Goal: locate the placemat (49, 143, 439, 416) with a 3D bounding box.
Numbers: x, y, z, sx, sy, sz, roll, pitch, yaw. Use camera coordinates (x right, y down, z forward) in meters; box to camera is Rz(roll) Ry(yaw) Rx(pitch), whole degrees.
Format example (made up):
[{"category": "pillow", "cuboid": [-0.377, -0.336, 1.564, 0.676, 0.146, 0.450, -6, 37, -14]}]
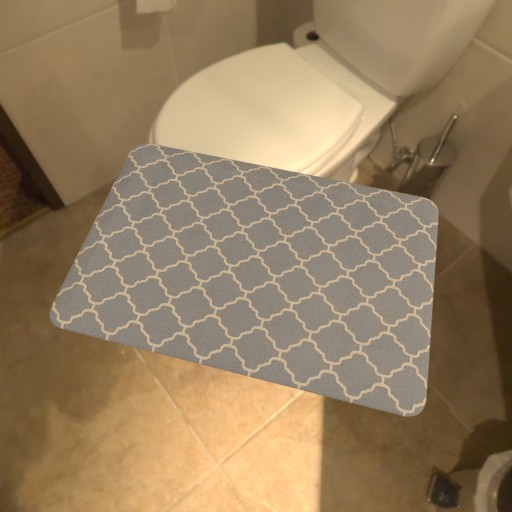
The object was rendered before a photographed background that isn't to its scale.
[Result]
[{"category": "placemat", "cuboid": [0.000, 0.000, 0.964, 0.762, 0.021, 0.508, 13, 62, 7]}]
